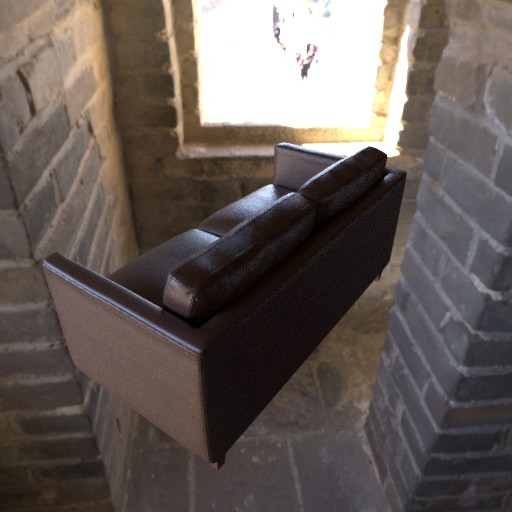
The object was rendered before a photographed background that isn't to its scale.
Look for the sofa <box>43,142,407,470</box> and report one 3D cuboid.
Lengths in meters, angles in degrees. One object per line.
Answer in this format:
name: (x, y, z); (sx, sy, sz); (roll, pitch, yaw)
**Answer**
sofa: (0.000, 0.000, 2.428); (0.951, 0.933, 1.883); (22, 39, 30)
